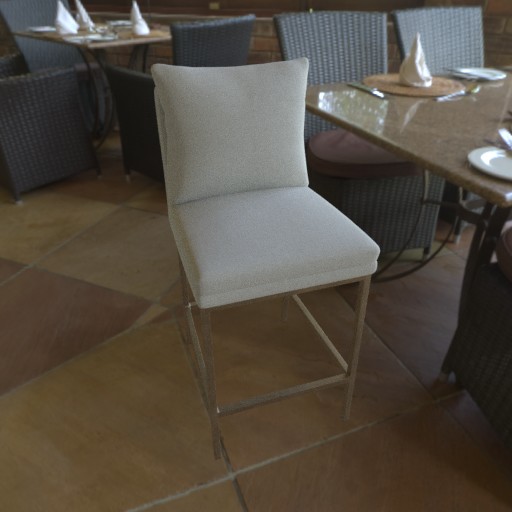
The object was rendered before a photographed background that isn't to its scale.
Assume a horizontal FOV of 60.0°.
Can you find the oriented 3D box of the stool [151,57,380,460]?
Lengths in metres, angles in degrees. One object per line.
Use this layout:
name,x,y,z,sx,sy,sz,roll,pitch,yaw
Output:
stool,0.000,0.000,1.323,0.463,1.032,0.572,-10,33,-15
